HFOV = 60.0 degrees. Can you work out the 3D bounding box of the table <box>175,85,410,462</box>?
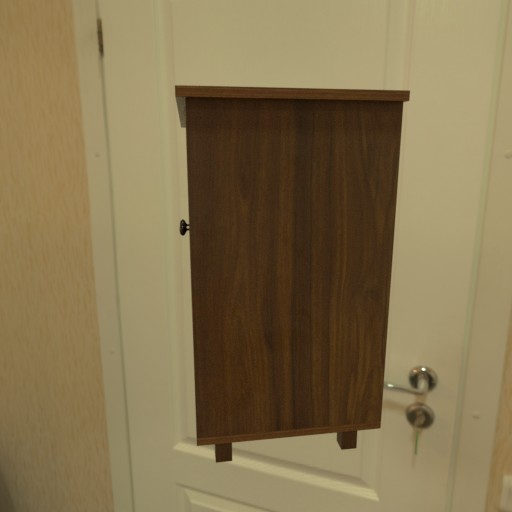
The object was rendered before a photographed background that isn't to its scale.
[{"bbox_3d":[0.000,0.000,1.166,0.390,0.725,0.802,-2,13,-8],"label":"table"}]
